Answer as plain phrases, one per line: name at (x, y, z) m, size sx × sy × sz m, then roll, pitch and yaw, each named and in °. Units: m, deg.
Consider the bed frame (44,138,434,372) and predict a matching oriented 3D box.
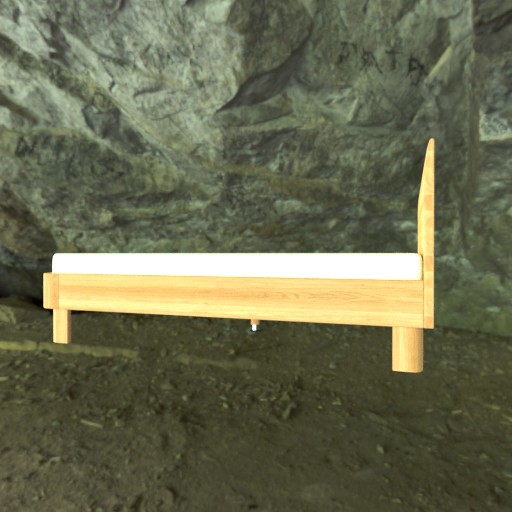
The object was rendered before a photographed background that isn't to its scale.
bed frame at (0.000, 0.000, 2.763) m, size 1.992 × 0.940 × 1.472 m, roll 0°, pitch 0°, yaw 19°
